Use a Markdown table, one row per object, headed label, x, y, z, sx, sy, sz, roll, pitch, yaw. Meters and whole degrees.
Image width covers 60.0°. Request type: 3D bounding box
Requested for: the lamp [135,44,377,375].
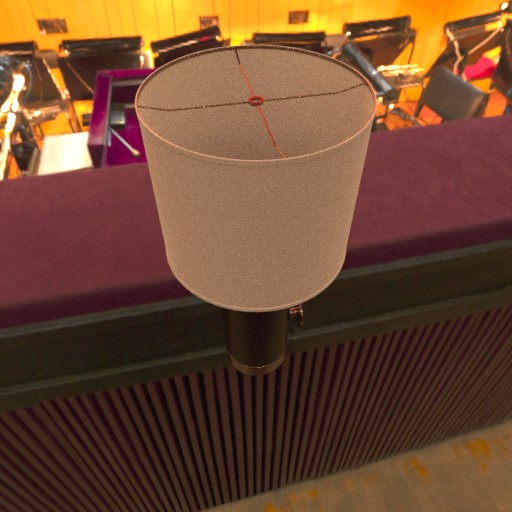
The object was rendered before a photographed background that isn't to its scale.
| label | x | y | z | sx | sy | sz | roll | pitch | yaw |
| --- | --- | --- | --- | --- | --- | --- | --- | --- | --- |
| lamp | 0.000 | 0.000 | 0.622 | 0.240 | 0.482 | 0.241 | -9 | 47 | -8 |
